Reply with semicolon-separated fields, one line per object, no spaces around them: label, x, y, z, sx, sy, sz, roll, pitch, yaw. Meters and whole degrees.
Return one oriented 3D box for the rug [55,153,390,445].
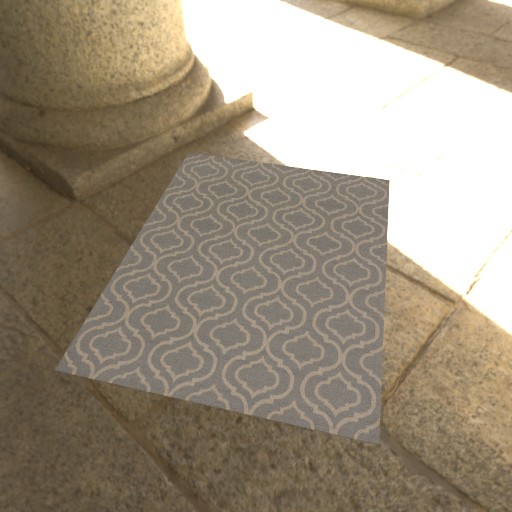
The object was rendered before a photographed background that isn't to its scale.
rug;0.000;0.000;3.975;2.283;0.006;2.892;10;47;9
